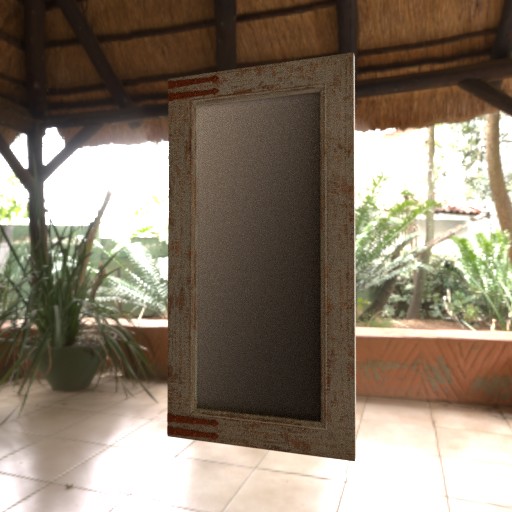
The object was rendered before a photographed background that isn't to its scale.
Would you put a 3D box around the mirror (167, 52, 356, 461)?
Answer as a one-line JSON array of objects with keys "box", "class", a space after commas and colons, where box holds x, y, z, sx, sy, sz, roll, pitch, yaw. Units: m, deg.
[{"box": [0.000, 0.000, 1.079, 0.472, 0.922, 0.027, 0, -1, 18], "class": "mirror"}]
